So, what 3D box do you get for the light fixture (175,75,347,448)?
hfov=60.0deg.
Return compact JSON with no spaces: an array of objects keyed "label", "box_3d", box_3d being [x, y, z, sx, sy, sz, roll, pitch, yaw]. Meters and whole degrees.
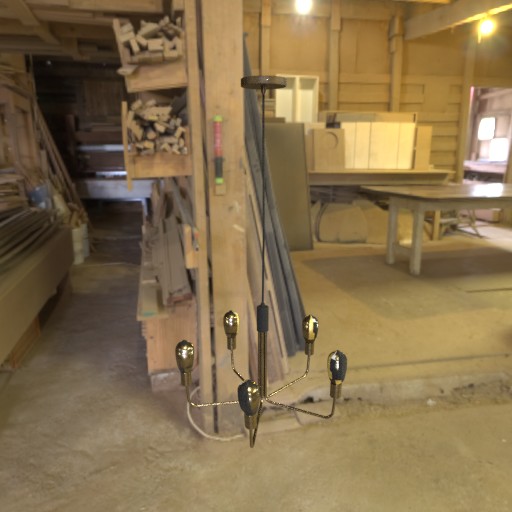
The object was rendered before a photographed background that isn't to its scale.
[{"label":"light fixture","box_3d":[0.000,0.000,1.407,0.532,1.059,0.588,-2,14,-9]}]
